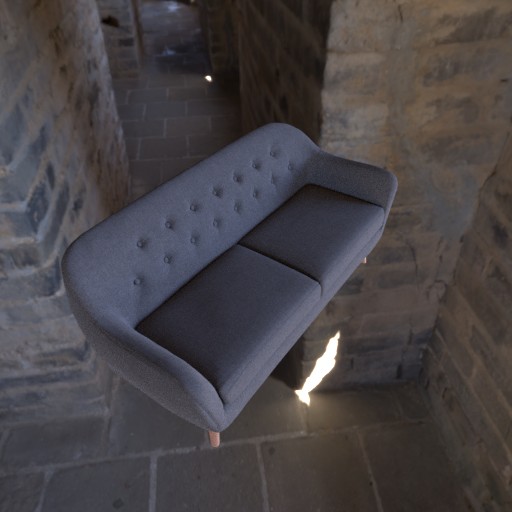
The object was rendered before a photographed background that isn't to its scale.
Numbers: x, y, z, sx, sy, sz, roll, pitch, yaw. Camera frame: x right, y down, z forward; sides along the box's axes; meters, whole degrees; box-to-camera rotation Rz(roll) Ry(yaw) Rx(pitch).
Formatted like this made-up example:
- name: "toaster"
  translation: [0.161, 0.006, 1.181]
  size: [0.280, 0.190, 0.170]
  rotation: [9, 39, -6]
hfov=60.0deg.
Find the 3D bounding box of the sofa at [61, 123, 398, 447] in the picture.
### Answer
- name: "sofa"
  translation: [0.000, 0.000, 2.319]
  size: [0.820, 0.820, 1.840]
  rotation: [25, 46, 26]
